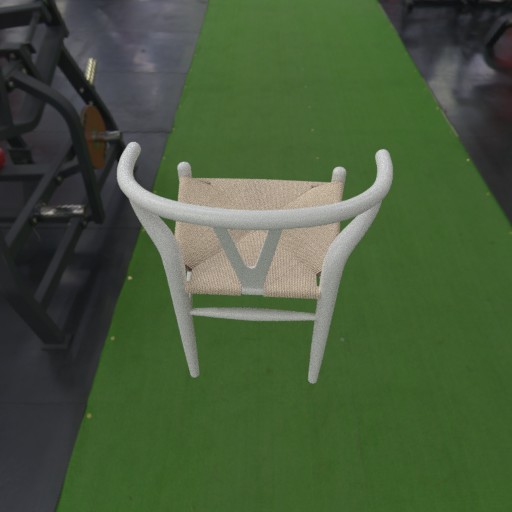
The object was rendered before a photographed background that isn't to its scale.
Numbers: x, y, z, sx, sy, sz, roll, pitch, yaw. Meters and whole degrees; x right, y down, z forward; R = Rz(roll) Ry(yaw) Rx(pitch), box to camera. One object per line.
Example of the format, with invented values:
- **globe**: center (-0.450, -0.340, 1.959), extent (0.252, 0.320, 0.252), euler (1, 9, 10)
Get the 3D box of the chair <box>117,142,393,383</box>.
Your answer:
- **chair**: center (0.000, 0.000, 1.138), extent (0.569, 0.730, 0.579), euler (2, 45, 2)
